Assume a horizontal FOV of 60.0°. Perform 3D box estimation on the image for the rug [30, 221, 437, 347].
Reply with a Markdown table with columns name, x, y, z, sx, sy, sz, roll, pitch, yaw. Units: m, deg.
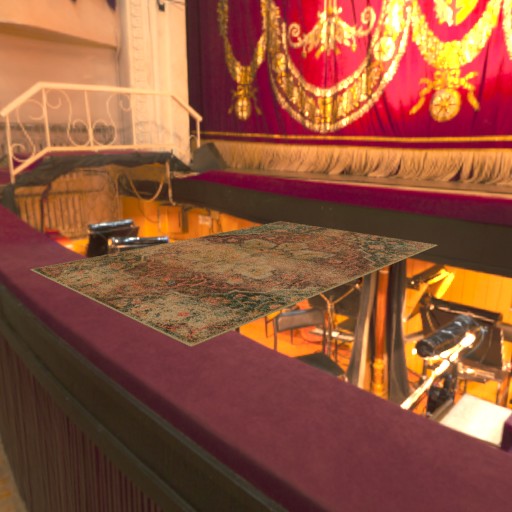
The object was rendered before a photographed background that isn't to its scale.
| name | x | y | z | sx | sy | sz | roll | pitch | yaw |
| --- | --- | --- | --- | --- | --- | --- | --- | --- | --- |
| rug | 0.000 | 0.000 | 2.979 | 1.566 | 0.004 | 2.363 | 13 | 19 | 42 |
